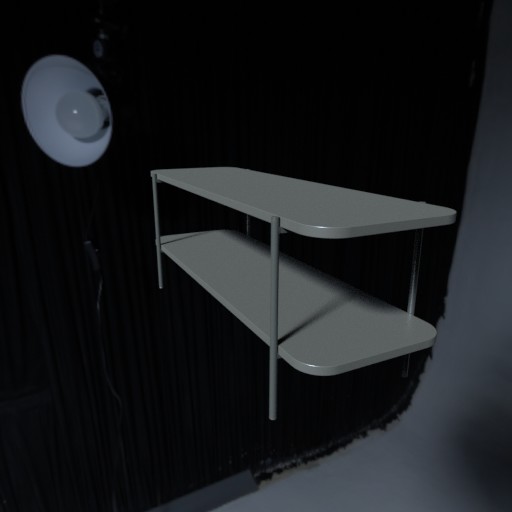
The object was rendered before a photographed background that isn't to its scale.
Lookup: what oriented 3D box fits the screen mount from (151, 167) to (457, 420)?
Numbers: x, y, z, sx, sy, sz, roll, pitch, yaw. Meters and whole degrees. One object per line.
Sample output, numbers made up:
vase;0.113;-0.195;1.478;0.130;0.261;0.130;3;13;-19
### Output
screen mount;0.000;0.000;1.389;0.400;0.447;1.200;-8;18;-26
